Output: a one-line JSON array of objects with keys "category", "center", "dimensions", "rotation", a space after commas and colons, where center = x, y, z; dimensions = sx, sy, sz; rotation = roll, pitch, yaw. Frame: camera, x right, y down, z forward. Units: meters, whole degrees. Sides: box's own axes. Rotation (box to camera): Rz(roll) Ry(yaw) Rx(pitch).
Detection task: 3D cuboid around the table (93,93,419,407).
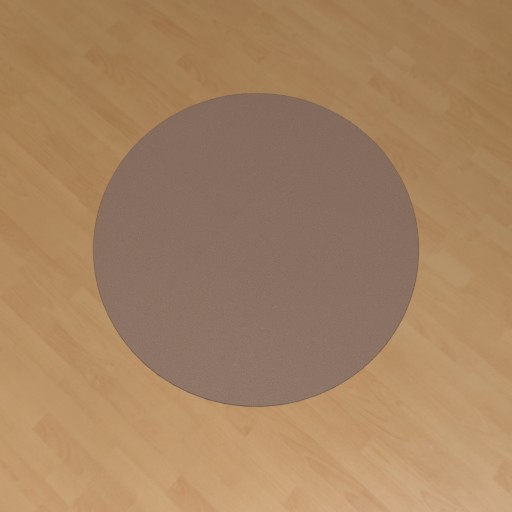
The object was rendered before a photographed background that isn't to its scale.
[{"category": "table", "center": [0.000, 0.000, 1.281], "dimensions": [0.800, 0.400, 0.800], "rotation": [0, 76, 0]}]
